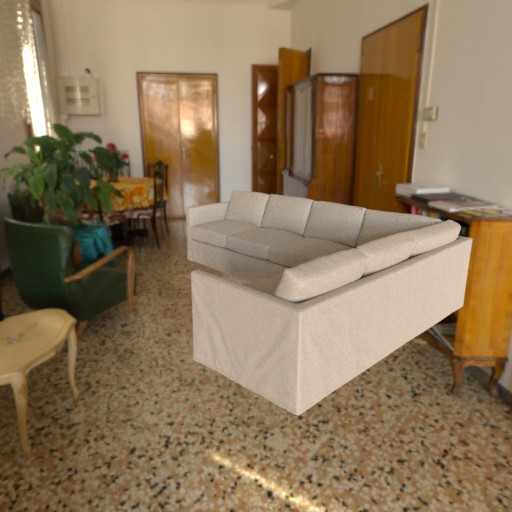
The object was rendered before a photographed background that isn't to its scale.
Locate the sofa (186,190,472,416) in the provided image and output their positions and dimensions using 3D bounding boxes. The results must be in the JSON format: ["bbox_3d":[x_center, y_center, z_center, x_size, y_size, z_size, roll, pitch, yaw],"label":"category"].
[{"bbox_3d":[0.000,0.000,4.364,2.432,0.871,3.182,-15,22,-42],"label":"sofa"}]
